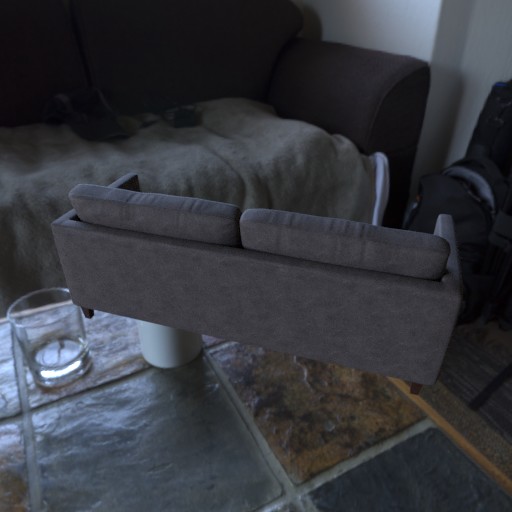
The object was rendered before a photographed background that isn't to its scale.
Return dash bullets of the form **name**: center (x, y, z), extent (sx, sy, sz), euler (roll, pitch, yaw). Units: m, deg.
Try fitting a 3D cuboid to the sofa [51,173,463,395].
- **sofa**: center (0.000, 0.000, 2.965), extent (2.434, 0.965, 0.951), euler (10, 33, 15)
